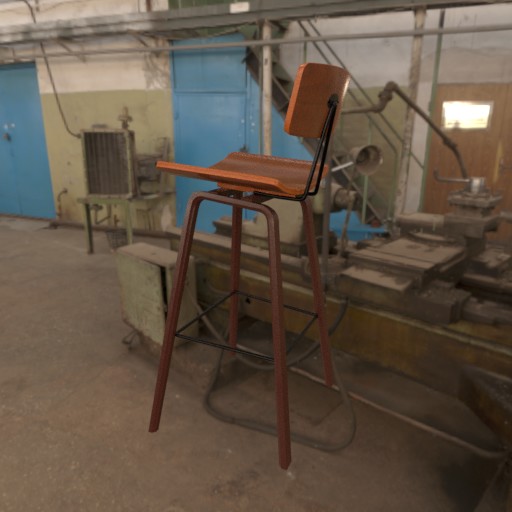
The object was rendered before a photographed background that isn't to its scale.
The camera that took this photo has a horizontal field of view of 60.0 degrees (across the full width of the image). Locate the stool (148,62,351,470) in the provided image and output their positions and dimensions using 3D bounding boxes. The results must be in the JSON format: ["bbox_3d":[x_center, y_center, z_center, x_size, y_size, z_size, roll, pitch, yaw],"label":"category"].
[{"bbox_3d":[0.000,0.000,1.257,0.440,0.969,0.509,8,19,24],"label":"stool"}]
